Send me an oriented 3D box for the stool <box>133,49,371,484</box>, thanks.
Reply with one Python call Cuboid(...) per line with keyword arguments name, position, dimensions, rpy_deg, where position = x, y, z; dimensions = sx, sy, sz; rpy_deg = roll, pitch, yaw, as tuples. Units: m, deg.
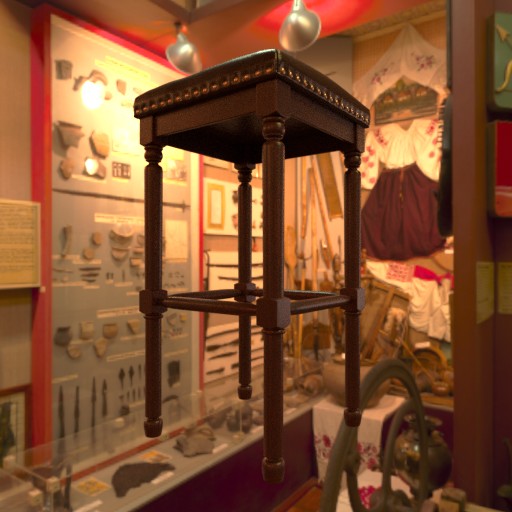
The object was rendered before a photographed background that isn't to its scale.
Cuboid(name="stool", position=(0.000, 0.000, 0.982), dimensions=(0.382, 0.768, 0.383), rpy_deg=(0, 0, 37))
